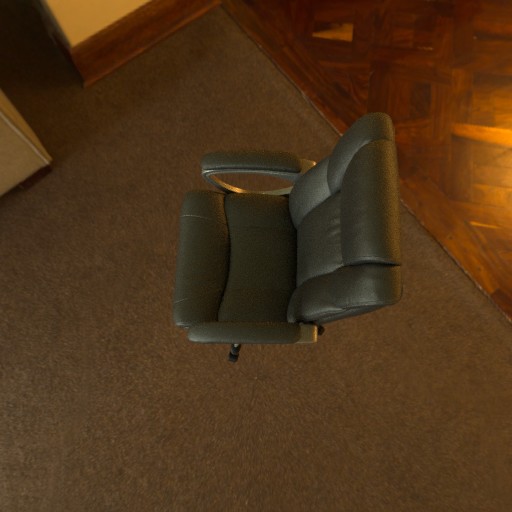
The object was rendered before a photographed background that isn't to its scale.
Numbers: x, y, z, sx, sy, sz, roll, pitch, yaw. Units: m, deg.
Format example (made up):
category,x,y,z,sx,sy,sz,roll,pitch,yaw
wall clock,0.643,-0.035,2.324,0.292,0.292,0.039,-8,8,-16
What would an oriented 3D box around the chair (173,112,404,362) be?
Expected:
category,x,y,z,sx,sy,sz,roll,pitch,yaw
chair,0.000,0.000,1.592,0.719,1.130,0.721,3,75,1
